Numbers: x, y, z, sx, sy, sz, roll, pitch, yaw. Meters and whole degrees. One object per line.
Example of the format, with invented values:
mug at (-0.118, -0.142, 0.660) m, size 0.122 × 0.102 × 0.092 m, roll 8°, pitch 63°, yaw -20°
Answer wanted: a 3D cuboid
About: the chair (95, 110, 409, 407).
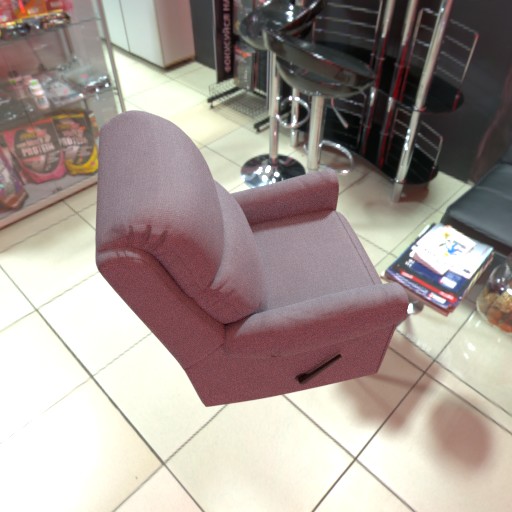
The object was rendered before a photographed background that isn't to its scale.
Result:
chair at (0.000, 0.000, 1.776) m, size 1.014 × 1.054 × 0.838 m, roll -9°, pitch 47°, yaw -9°
